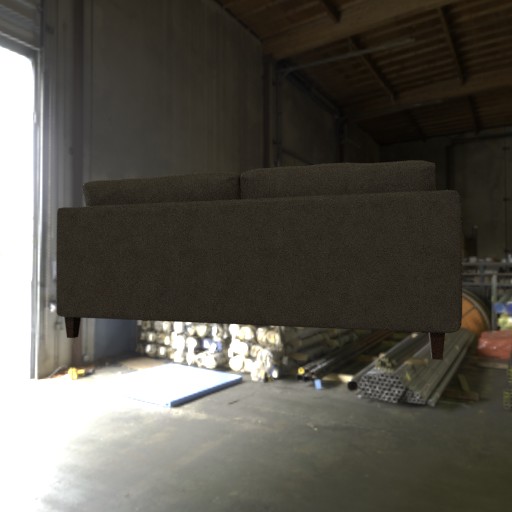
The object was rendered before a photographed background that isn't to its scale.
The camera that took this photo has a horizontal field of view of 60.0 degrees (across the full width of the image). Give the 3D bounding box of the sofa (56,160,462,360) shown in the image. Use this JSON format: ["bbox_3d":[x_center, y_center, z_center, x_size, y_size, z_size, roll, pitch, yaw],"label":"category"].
[{"bbox_3d":[0.000,0.000,2.724,2.208,0.965,0.951,0,-1,17],"label":"sofa"}]
